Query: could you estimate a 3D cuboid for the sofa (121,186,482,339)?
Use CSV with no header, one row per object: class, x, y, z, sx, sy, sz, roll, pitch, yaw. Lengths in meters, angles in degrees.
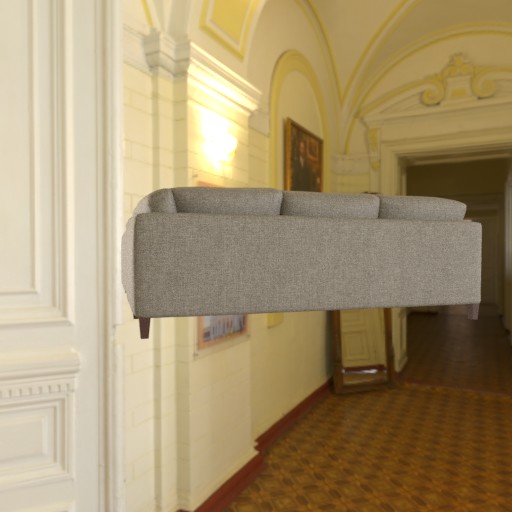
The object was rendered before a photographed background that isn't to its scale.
sofa,0.000,0.000,4.503,2.593,0.947,3.302,0,0,-18
